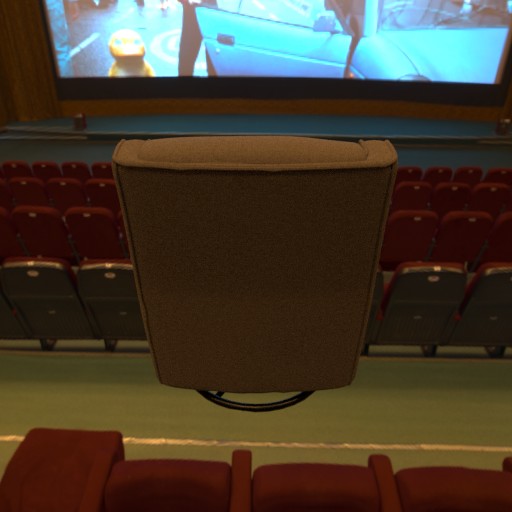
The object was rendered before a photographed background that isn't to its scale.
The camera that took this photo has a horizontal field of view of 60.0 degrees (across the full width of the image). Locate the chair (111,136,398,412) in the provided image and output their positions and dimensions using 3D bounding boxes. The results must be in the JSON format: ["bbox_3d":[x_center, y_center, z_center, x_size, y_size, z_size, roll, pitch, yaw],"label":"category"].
[{"bbox_3d":[0.000,0.000,1.577,0.732,0.993,0.879,0,29,0],"label":"chair"}]
